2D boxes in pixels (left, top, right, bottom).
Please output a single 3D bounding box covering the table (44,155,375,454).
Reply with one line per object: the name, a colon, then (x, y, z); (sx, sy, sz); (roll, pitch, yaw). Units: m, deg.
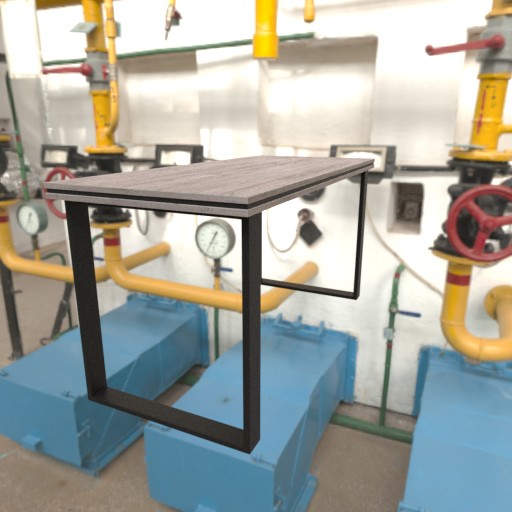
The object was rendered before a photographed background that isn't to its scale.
table: (0.000, 0.000, 2.278); (0.795, 0.899, 1.778); (8, 18, 24)
